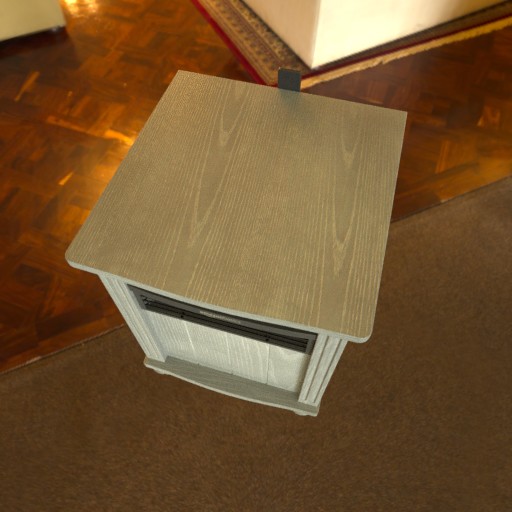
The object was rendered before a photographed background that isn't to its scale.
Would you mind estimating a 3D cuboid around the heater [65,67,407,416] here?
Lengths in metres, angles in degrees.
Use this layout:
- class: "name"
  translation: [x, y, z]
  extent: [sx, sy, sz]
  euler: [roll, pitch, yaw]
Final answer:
- class: "heater"
  translation: [0.000, 0.000, 0.763]
  extent: [0.362, 0.481, 0.400]
  euler: [14, 59, 9]
